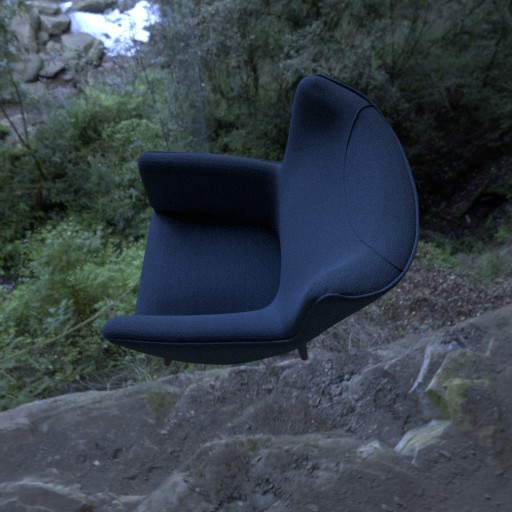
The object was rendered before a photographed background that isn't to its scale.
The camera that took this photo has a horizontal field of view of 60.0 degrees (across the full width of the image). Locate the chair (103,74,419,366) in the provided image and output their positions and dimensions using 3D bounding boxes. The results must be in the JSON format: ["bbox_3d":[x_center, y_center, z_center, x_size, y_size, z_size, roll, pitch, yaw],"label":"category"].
[{"bbox_3d":[0.000,0.000,1.571,0.888,0.933,0.781,1,59,1],"label":"chair"}]
